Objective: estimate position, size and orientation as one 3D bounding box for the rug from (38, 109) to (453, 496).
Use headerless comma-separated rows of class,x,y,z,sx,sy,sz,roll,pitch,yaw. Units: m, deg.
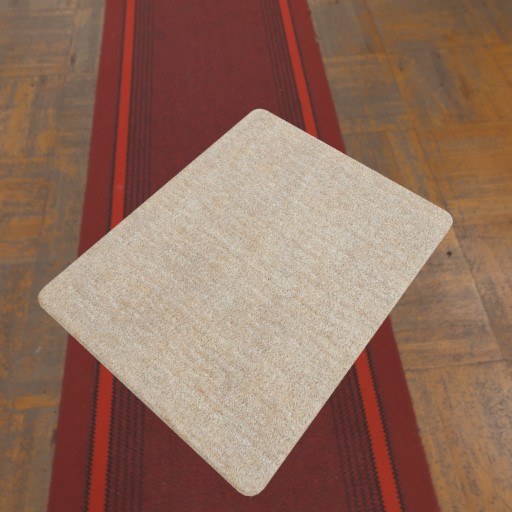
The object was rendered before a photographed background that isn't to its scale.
rug,0.000,0.000,3.300,2.009,0.048,2.528,35,65,19
